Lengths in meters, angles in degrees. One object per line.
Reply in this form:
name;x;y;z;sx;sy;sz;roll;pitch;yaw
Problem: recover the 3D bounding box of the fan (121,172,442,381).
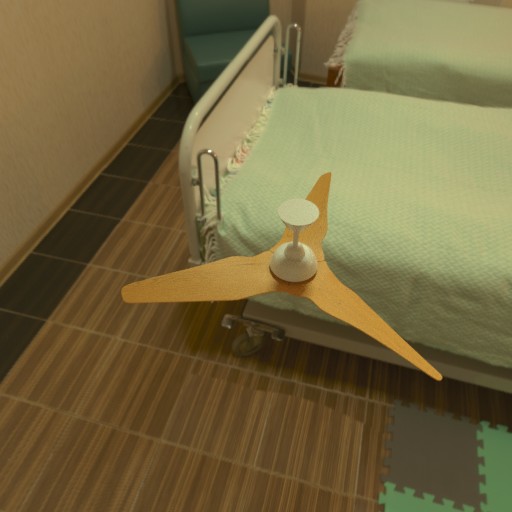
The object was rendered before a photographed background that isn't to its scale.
fan;0.000;0.000;1.628;1.010;0.355;1.142;-10;47;-9
